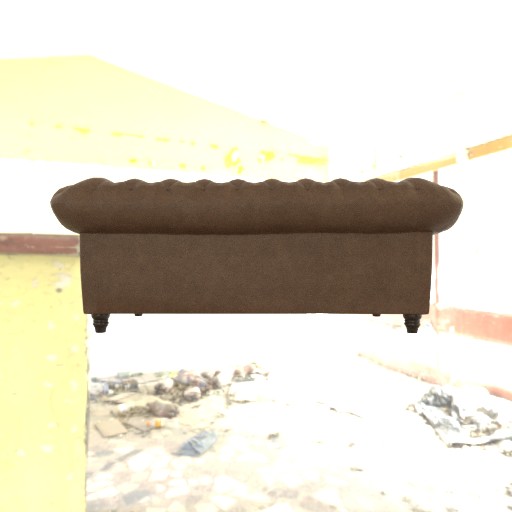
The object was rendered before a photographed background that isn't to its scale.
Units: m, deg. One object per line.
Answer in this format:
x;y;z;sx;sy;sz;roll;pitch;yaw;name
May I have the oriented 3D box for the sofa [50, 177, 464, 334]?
0.000;0.000;2.543;2.048;0.784;0.955;0;-1;1;sofa
